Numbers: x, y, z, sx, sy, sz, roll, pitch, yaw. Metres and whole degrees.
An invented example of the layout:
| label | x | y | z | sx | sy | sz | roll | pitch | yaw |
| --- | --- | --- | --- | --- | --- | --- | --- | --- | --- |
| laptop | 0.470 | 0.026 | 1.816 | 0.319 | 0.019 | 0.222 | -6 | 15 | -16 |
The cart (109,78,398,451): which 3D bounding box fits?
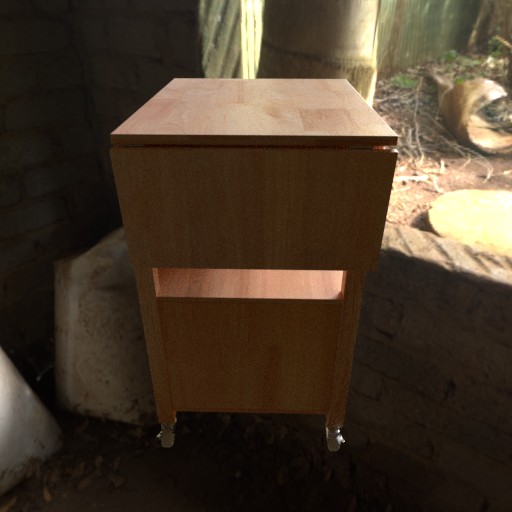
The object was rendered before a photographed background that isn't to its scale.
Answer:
| label | x | y | z | sx | sy | sz | roll | pitch | yaw |
| --- | --- | --- | --- | --- | --- | --- | --- | --- | --- |
| cart | 0.000 | 0.000 | 1.237 | 0.508 | 0.838 | 0.640 | 1 | 30 | 1 |
